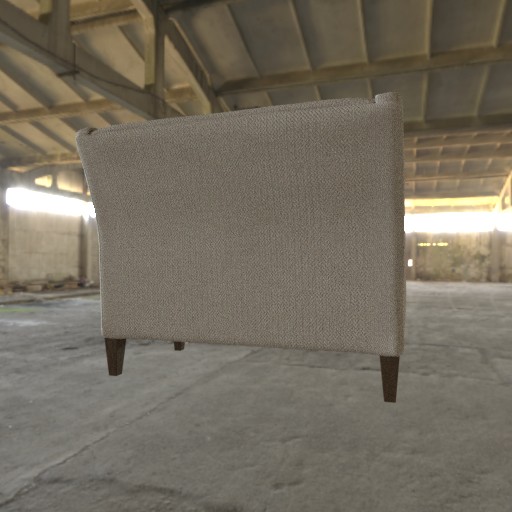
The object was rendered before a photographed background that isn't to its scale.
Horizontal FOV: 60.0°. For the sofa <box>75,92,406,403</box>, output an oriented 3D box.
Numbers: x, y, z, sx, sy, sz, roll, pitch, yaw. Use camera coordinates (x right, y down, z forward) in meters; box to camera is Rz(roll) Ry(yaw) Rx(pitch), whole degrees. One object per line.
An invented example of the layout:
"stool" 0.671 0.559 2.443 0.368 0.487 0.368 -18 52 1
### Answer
"sofa" 0.000 0.000 1.938 1.242 1.022 0.870 0 -1 18
